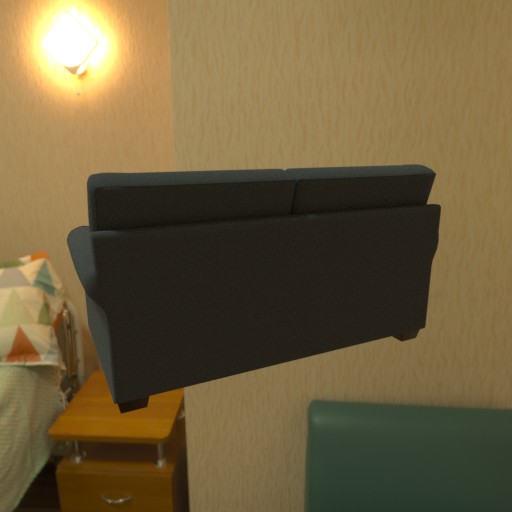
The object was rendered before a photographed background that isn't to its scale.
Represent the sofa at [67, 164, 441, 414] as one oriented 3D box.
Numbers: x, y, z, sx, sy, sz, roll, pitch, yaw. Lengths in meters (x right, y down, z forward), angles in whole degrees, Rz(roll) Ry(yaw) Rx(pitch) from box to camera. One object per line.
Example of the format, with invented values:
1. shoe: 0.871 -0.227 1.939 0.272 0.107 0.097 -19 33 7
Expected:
1. sofa: 0.000 0.000 2.526 1.930 1.020 0.940 -7 16 -26
